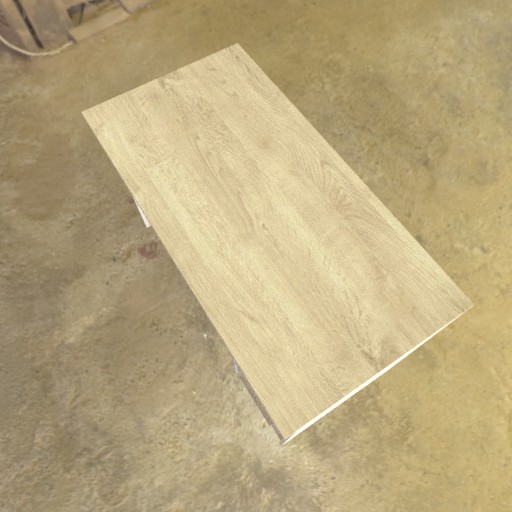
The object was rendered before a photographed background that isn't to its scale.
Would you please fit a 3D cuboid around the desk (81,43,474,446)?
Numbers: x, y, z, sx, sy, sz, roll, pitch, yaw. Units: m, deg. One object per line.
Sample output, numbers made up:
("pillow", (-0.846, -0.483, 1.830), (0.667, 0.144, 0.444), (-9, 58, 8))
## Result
("desk", (0.000, 0.000, 1.545), (0.560, 0.735, 1.097), (-30, 68, -14))
